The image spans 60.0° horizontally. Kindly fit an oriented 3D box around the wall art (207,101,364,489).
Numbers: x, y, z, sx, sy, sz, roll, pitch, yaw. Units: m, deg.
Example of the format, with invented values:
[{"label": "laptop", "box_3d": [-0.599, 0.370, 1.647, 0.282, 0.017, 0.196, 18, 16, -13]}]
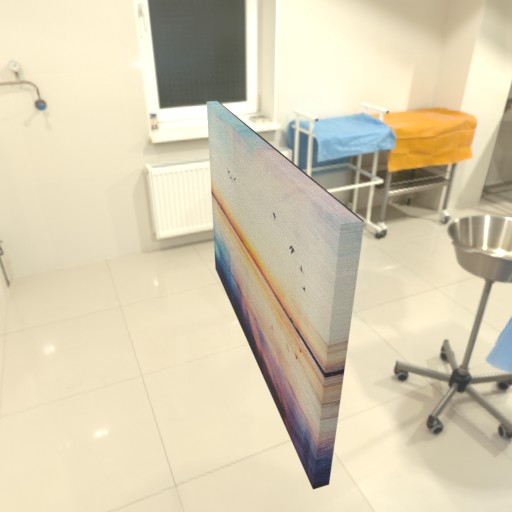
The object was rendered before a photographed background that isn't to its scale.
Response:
[{"label": "wall art", "box_3d": [0.000, 0.000, 1.144, 0.037, 0.605, 0.911, -9, 31, -15]}]
